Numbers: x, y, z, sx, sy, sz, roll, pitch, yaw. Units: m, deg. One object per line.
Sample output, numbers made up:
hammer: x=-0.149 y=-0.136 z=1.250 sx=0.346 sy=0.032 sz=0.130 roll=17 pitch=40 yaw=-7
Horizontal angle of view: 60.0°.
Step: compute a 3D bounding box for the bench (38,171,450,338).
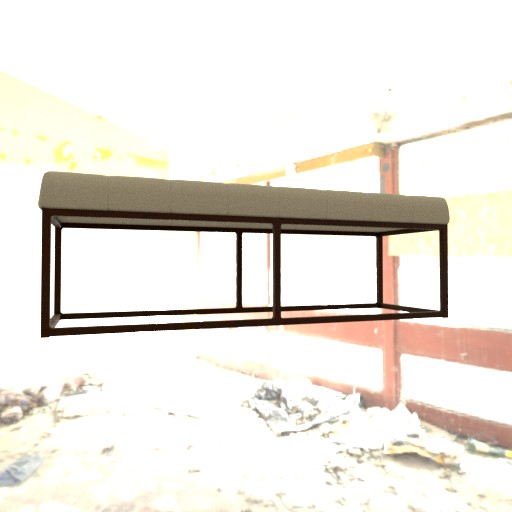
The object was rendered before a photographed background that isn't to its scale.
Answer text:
bench: x=0.000 y=0.000 z=1.721 sx=1.488 sy=0.488 sz=0.479 roll=0 pitch=-1 yaw=-20
